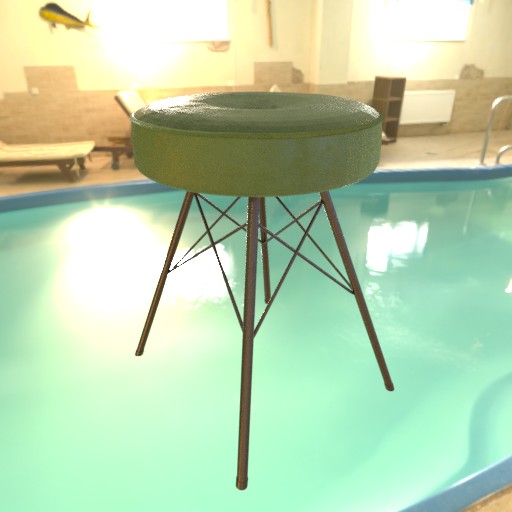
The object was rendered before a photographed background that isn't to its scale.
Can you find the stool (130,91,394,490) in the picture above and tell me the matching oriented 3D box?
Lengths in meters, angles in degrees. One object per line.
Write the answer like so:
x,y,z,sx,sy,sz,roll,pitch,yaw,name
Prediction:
0.000,0.000,0.891,0.430,0.595,0.457,-18,32,-32,stool
